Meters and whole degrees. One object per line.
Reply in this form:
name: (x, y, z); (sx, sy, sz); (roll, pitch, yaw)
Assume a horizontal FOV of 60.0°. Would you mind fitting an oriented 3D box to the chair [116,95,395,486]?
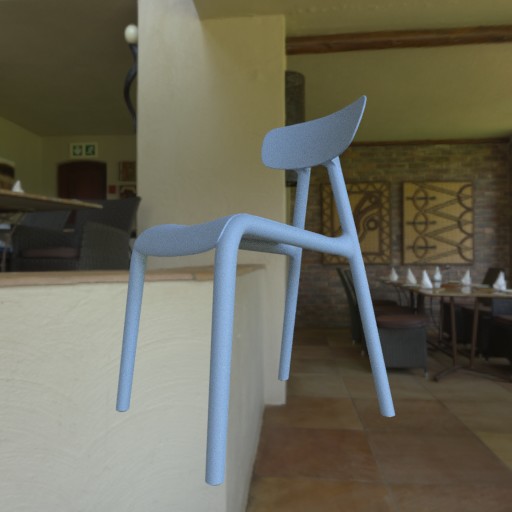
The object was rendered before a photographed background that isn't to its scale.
chair: (0.000, 0.000, 0.811); (0.401, 0.580, 0.356); (0, 0, -37)
